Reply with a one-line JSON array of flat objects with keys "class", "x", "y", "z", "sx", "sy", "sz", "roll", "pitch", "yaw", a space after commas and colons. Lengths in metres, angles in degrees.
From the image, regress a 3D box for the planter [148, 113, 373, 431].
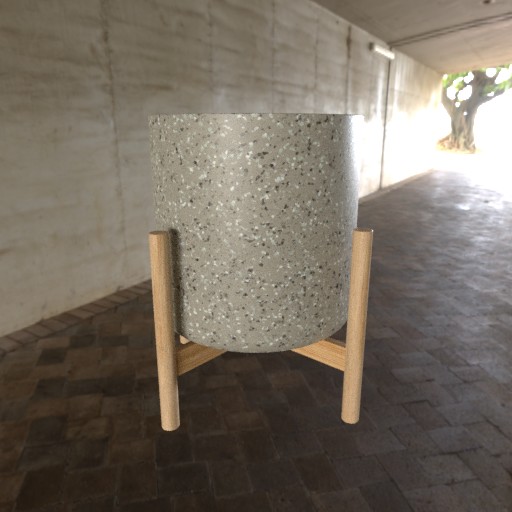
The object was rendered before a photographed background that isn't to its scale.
[{"class": "planter", "x": 0.000, "y": 0.000, "z": 0.698, "sx": 0.360, "sy": 0.419, "sz": 0.360, "roll": -8, "pitch": 18, "yaw": -25}]
